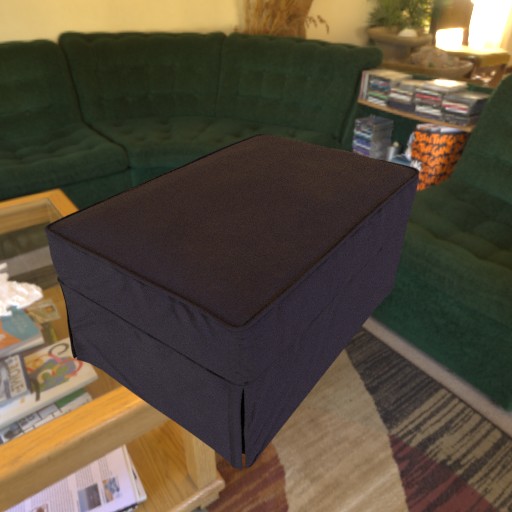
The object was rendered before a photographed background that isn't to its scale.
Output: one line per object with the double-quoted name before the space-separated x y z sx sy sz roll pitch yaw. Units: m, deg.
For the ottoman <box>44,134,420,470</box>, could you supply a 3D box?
"ottoman" 0.000 0.000 1.322 0.637 0.503 0.938 22 39 30
